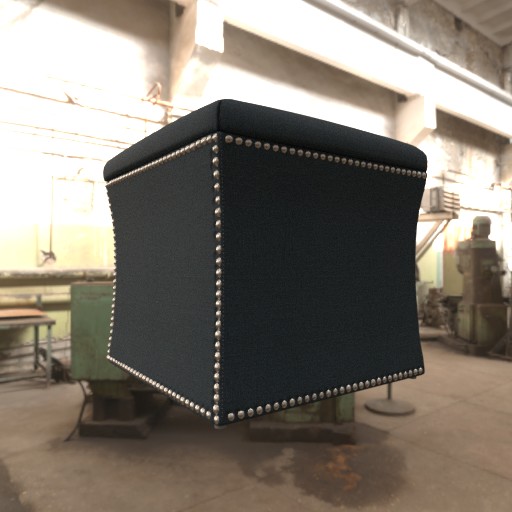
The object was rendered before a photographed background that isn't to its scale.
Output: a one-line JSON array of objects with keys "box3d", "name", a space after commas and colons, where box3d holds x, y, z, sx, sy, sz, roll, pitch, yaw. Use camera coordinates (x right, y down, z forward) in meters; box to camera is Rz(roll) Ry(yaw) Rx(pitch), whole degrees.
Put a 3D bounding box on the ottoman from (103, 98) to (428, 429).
[{"box3d": [0.000, 0.000, 0.912, 0.497, 0.475, 0.507, 0, -1, -36], "name": "ottoman"}]
